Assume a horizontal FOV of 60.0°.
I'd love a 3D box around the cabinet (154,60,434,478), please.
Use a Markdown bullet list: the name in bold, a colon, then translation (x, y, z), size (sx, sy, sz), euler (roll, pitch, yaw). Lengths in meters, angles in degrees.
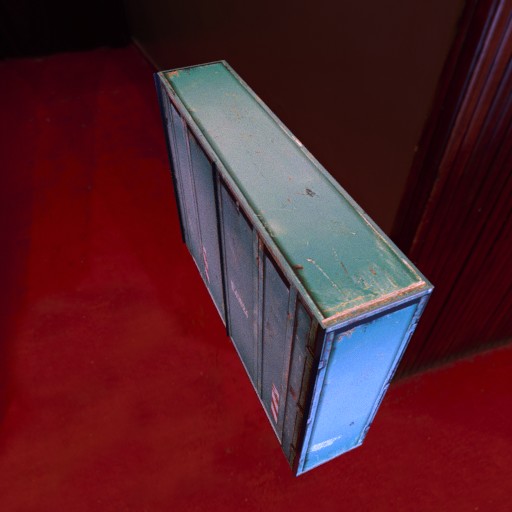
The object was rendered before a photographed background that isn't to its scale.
- **cabinet**: translation (0.000, 0.000, 3.913), size (0.680, 2.160, 3.001), euler (-18, 49, -16)
